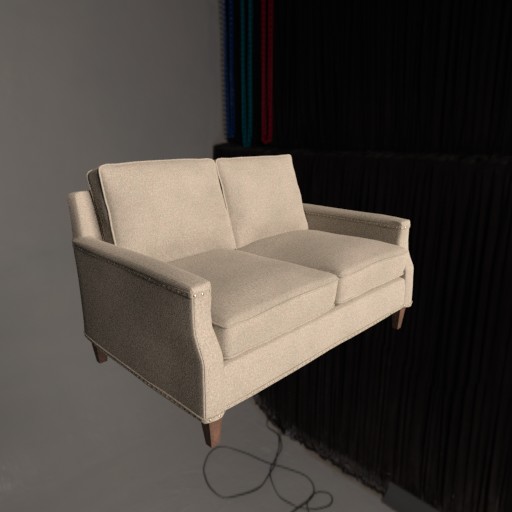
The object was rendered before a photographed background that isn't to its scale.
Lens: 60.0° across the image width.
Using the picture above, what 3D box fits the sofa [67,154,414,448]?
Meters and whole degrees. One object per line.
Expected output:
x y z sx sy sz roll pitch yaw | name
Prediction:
0.000 0.000 2.360 1.084 1.003 1.597 15 22 42 | sofa
